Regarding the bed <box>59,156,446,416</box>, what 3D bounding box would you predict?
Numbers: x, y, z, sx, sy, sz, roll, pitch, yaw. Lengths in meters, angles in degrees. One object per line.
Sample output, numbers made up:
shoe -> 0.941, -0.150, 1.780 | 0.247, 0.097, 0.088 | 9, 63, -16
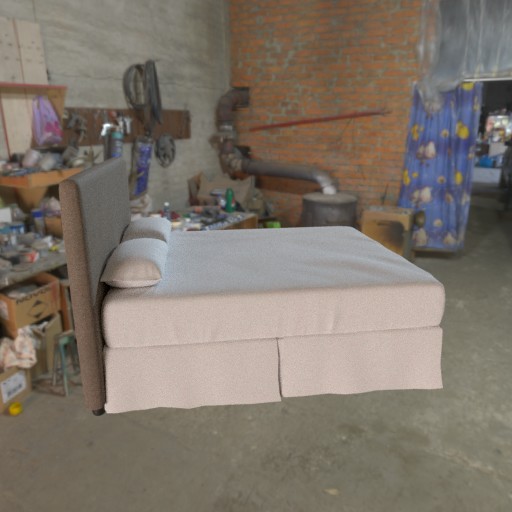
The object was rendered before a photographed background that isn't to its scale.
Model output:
bed -> 0.000, 0.000, 3.181 | 2.142, 1.330, 1.723 | -2, 17, -8
